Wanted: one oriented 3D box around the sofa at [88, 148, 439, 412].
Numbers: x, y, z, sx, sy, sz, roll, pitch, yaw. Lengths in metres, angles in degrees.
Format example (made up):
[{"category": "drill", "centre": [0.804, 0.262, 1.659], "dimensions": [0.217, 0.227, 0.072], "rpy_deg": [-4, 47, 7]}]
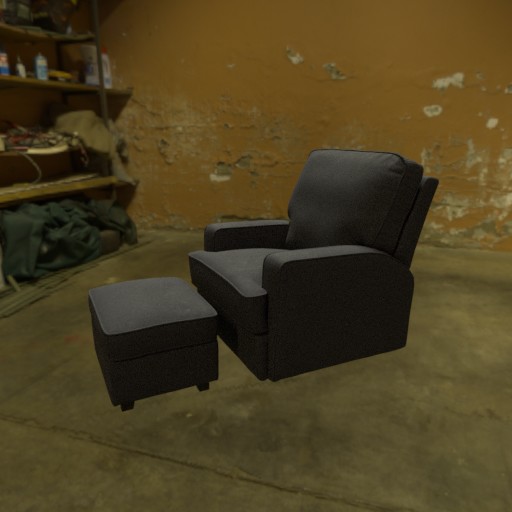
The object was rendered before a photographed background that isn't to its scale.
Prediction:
[{"category": "sofa", "centre": [0.000, 0.000, 2.075], "dimensions": [1.472, 0.959, 0.861], "rpy_deg": [-7, 17, -25]}]
